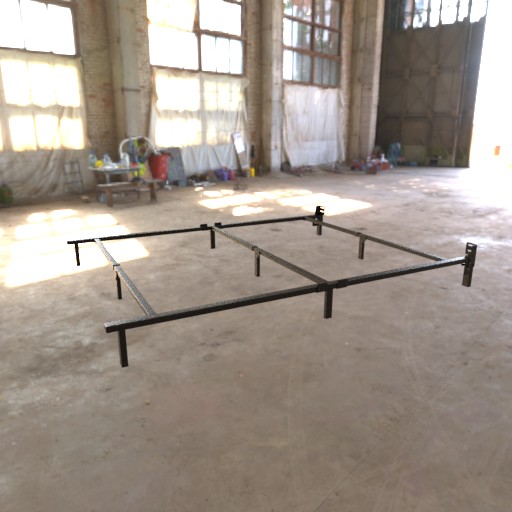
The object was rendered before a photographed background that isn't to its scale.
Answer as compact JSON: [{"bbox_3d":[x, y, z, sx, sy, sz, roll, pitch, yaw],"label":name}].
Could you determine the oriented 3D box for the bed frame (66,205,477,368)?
[{"bbox_3d":[0.000,0.000,2.682,1.990,0.248,1.498,-8,18,-26],"label":"bed frame"}]
